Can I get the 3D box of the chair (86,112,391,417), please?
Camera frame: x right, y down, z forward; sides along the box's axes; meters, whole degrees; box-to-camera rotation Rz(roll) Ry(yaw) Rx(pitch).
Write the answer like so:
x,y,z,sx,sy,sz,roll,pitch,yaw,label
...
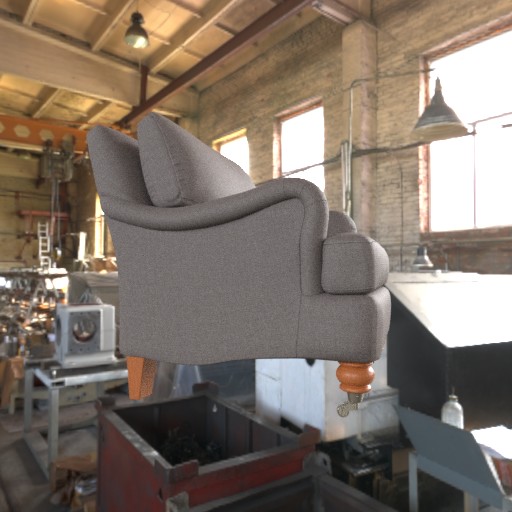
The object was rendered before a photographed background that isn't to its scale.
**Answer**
x,y,z,sx,sy,sz,roll,pitch,yaw,label
0.000,0.000,1.878,1.070,1.038,0.955,-1,-2,19,chair
